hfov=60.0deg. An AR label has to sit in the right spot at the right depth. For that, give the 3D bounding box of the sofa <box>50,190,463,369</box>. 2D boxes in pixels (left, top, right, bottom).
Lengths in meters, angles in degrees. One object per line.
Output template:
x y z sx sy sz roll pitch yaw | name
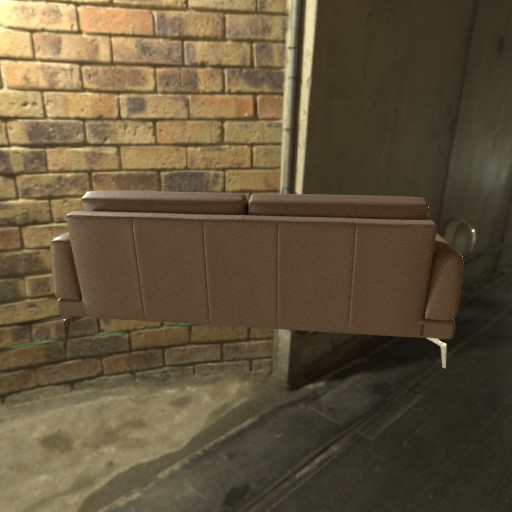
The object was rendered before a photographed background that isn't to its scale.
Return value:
0.000 0.000 2.447 1.940 0.765 0.974 2 16 8 | sofa
